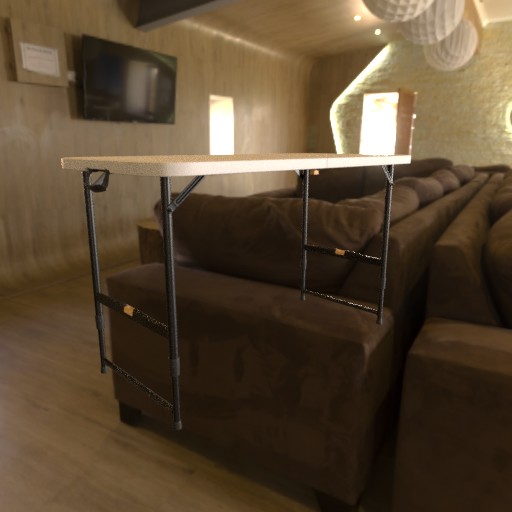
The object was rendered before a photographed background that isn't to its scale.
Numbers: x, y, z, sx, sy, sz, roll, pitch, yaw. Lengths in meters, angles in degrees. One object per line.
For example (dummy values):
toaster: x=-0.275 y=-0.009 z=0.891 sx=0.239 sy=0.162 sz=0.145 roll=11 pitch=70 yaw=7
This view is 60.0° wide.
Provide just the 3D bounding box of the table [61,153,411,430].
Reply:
table: x=0.000 y=0.000 z=1.674 sx=1.245 sy=0.737 sz=0.611 roll=-13 pitch=19 yaw=-43
